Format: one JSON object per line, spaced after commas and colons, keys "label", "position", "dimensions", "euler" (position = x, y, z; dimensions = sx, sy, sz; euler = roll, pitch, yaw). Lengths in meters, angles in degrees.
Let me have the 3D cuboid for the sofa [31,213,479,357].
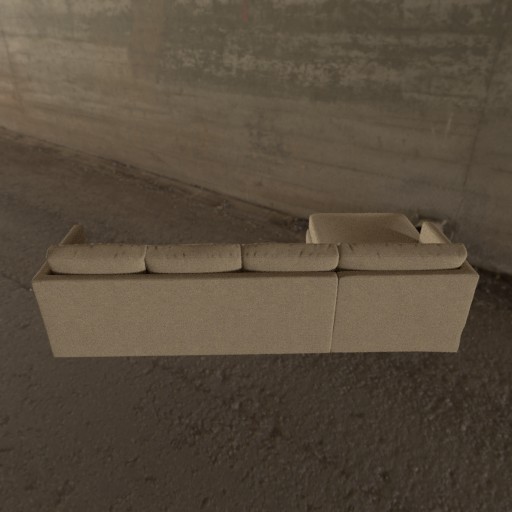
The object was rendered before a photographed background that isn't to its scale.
{"label": "sofa", "position": [0.000, 0.000, 3.953], "dimensions": [3.198, 0.920, 1.638], "euler": [-1, 30, -1]}
